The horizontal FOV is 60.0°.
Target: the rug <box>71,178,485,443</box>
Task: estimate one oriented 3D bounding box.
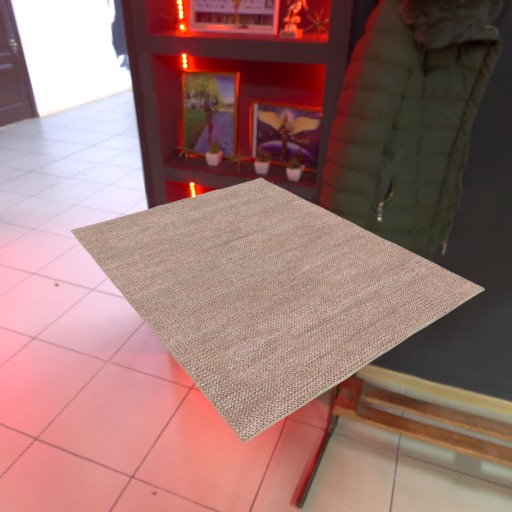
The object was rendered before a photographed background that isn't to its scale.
[{"bbox_3d":[0.000,0.000,4.061,2.429,0.030,3.052,-21,37,-31],"label":"rug"}]
